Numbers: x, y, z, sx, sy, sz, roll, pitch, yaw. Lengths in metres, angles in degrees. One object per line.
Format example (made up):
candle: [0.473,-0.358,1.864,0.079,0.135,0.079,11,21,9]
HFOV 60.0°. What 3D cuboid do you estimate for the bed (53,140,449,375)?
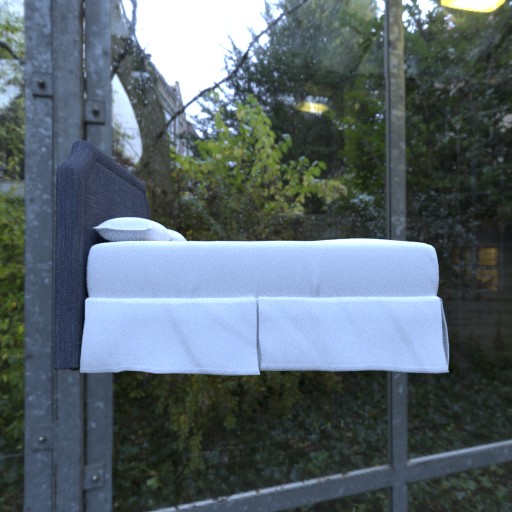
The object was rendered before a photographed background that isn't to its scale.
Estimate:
bed: [0.000,0.000,3.139,2.116,1.290,1.693,0,-1,0]
